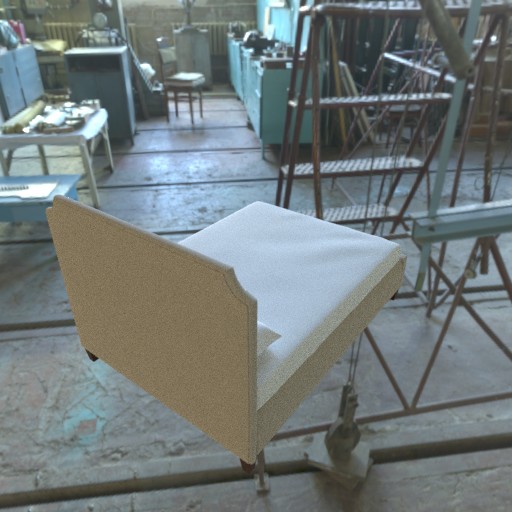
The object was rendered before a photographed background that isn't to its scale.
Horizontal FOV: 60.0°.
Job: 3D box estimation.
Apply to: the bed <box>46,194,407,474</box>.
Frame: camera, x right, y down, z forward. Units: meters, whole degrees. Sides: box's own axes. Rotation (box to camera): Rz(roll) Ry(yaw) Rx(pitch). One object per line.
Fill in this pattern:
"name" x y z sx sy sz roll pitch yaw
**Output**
"bed" 0.000 0.000 3.529 1.713 1.443 2.372 21 37 31
